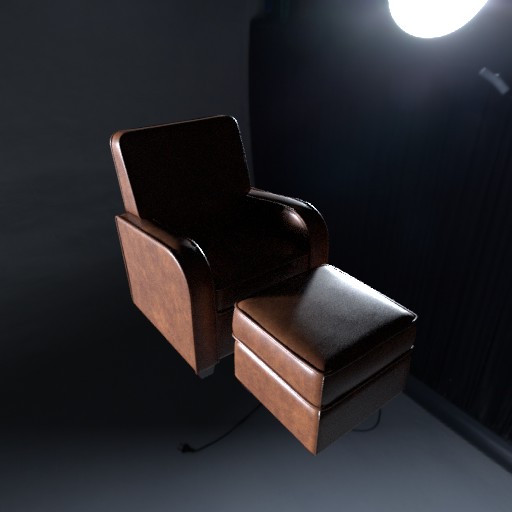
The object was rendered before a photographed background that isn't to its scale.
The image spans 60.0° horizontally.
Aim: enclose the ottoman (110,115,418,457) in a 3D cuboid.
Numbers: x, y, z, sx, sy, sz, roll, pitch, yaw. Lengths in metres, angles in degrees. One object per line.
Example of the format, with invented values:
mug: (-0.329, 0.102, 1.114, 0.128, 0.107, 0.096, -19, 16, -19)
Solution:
ottoman: (0.000, 0.000, 1.868, 0.732, 0.904, 1.314, -21, 36, -32)
